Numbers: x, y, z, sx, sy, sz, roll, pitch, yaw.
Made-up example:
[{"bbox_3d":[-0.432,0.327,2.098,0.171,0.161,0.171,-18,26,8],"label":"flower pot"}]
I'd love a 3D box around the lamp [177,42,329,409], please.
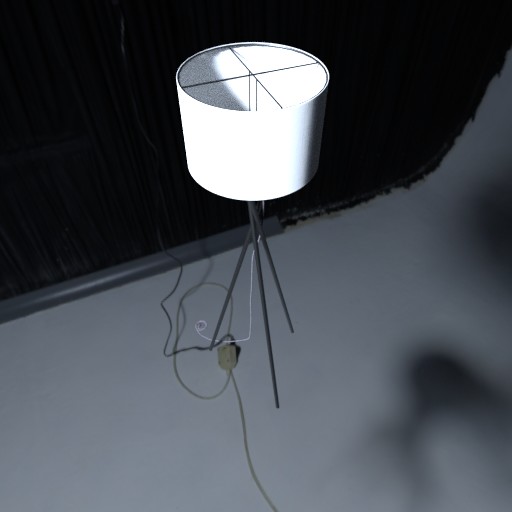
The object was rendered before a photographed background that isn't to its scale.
[{"bbox_3d":[0.000,0.000,1.882,0.522,1.624,0.667,-17,49,-15],"label":"lamp"}]
